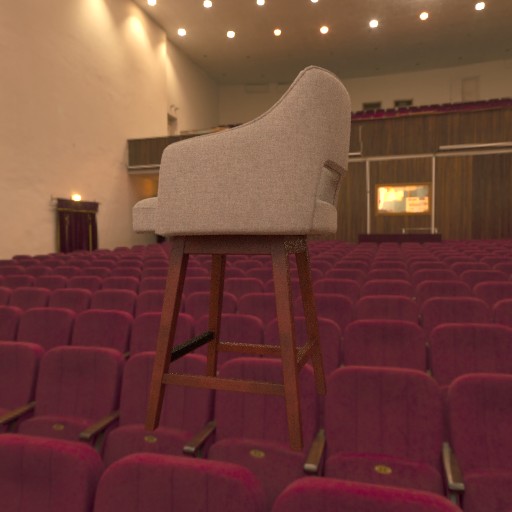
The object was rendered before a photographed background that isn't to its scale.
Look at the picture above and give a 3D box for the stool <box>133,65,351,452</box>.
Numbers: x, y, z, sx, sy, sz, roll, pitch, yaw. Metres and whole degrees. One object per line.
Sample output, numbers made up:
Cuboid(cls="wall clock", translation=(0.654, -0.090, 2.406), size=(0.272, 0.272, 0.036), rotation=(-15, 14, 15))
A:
Cuboid(cls="stool", translation=(0.000, 0.000, 1.338), size=(0.558, 0.944, 0.599), rotation=(1, 2, 17))
